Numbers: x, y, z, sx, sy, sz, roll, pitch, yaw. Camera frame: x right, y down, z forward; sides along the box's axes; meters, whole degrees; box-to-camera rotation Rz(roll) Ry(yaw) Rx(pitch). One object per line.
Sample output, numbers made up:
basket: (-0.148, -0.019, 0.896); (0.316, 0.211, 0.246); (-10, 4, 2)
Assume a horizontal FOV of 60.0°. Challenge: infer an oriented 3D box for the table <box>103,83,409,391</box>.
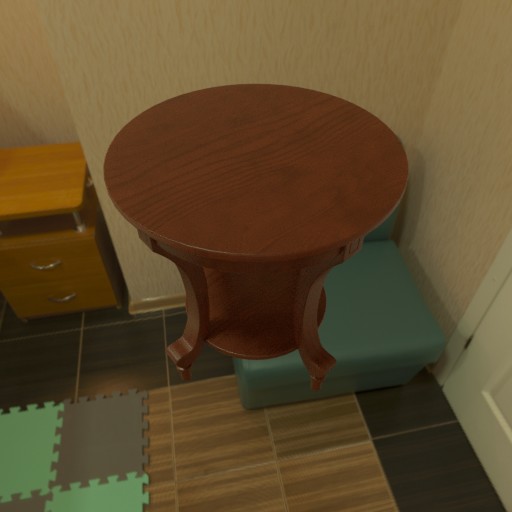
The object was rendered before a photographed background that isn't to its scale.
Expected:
table: (0.000, 0.000, 1.106); (0.597, 0.612, 0.597); (0, 46, 0)
